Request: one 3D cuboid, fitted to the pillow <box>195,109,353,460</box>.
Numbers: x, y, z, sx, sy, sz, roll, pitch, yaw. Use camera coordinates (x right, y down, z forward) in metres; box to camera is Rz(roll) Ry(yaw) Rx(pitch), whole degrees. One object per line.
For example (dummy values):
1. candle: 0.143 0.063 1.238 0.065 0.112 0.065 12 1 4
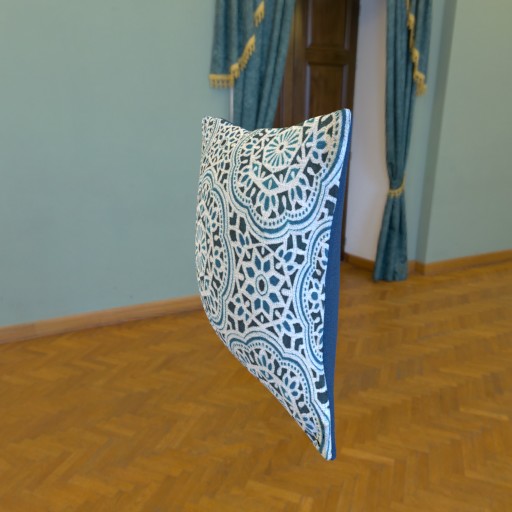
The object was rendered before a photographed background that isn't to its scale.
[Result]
1. pillow: 0.000 0.000 0.679 0.145 0.420 0.440 -8 19 -24
